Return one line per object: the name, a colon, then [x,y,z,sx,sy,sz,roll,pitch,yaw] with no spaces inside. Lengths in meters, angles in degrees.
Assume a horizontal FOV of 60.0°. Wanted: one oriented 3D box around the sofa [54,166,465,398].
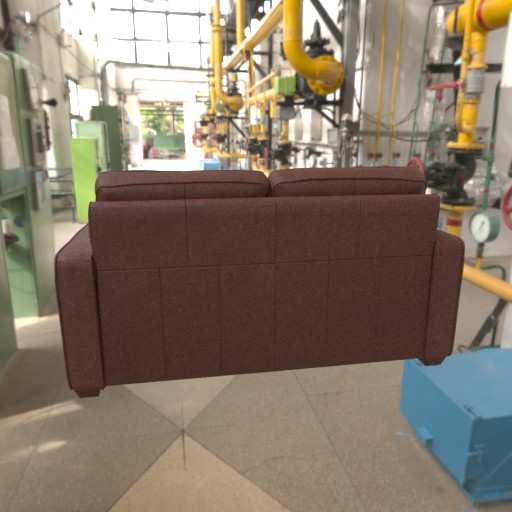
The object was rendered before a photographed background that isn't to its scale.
sofa: [0.000,0.000,2.245,1.709,0.918,0.947,-3,15,-9]
